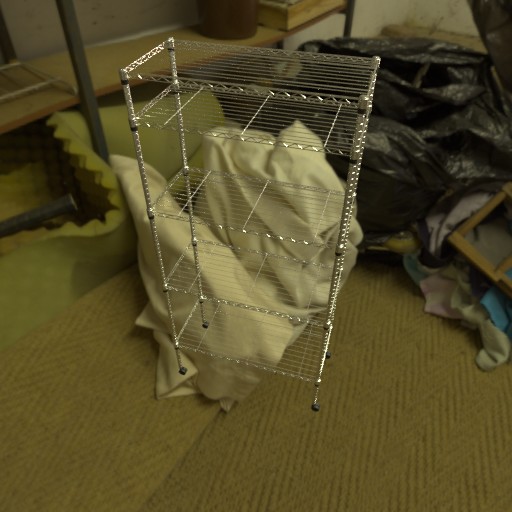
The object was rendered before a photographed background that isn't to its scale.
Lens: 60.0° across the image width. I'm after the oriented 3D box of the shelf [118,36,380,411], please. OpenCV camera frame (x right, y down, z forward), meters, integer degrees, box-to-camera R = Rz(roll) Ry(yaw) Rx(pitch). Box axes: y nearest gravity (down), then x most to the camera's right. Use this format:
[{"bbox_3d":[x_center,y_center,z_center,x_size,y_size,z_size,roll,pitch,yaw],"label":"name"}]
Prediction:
[{"bbox_3d":[0.000,0.000,1.890,0.762,1.587,0.356,11,43,13],"label":"shelf"}]
